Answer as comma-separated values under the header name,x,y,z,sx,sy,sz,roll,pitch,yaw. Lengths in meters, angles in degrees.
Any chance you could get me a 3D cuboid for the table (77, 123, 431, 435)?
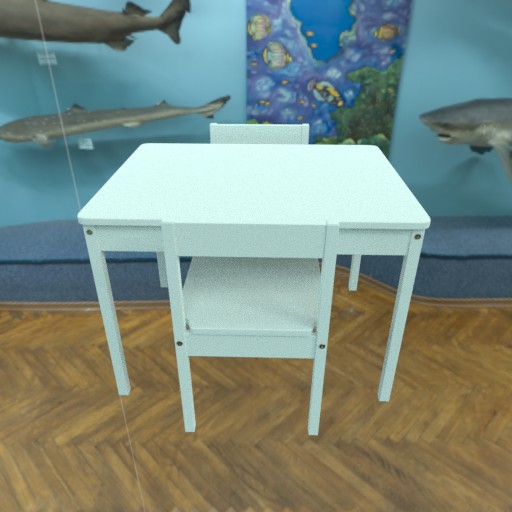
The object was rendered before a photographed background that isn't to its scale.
name,x,y,z,sx,sy,sz,roll,pitch,yaw
table,0.000,0.000,1.119,0.650,0.503,0.672,1,30,2
